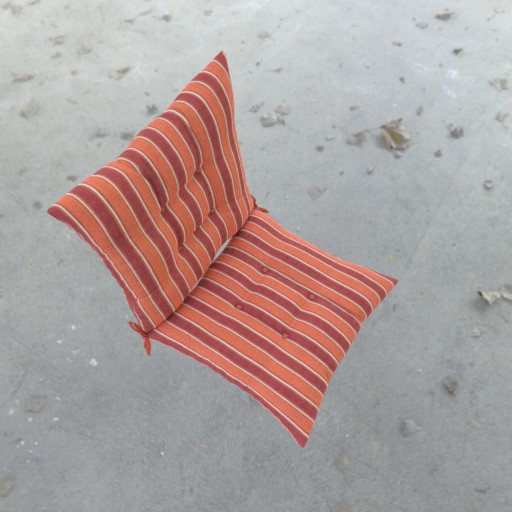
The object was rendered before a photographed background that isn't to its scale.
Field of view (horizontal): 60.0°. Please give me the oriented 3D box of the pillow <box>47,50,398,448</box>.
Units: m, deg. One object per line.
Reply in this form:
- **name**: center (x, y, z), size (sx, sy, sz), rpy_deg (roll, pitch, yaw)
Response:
- **pillow**: center (0.000, 0.000, 0.984), size (0.585, 0.536, 0.541), rpy_deg (29, 63, 16)
